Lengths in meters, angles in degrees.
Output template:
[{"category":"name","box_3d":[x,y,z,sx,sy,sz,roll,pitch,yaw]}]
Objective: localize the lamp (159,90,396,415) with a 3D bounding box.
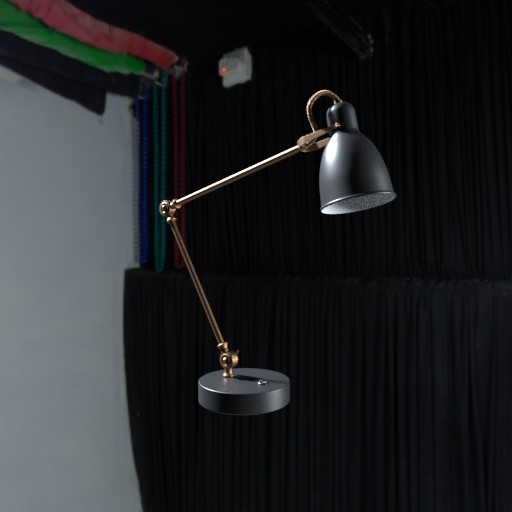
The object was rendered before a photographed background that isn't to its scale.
[{"category":"lamp","box_3d":[0.000,0.000,0.892,0.561,0.587,0.187,0,0,36]}]
